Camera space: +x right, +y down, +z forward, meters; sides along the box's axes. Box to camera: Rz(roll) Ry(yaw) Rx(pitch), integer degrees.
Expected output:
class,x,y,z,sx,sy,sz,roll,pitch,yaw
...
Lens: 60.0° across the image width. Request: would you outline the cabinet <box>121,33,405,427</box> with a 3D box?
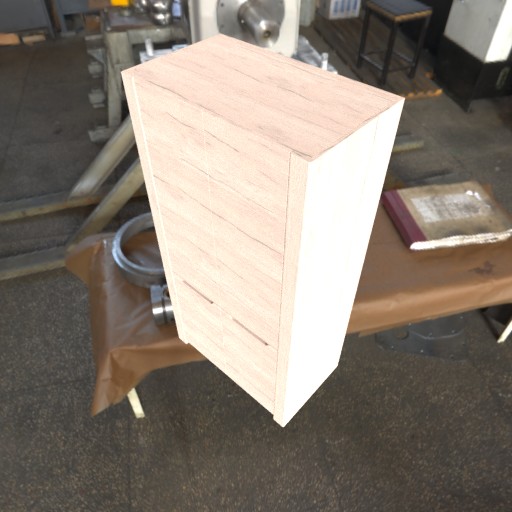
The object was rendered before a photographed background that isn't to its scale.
class,x,y,z,sx,sy,sz,roll,pitch,yaw
cabinet,0.000,0.000,2.428,0.980,1.930,0.580,33,54,28
